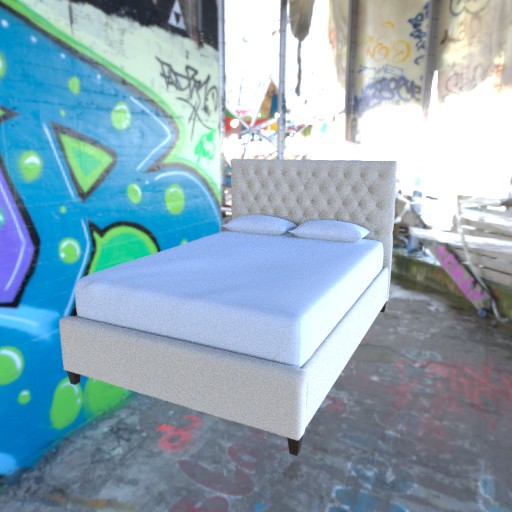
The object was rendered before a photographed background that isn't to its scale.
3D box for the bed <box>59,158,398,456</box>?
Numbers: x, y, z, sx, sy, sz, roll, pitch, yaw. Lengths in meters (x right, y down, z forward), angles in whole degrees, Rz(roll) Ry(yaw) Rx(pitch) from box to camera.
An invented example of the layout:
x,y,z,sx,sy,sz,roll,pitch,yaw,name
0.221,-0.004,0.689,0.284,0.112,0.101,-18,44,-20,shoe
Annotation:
x,y,z,sx,sy,sz,roll,pitch,yaw,name
0.000,0.000,3.458,1.698,1.427,2.387,7,15,26,bed
